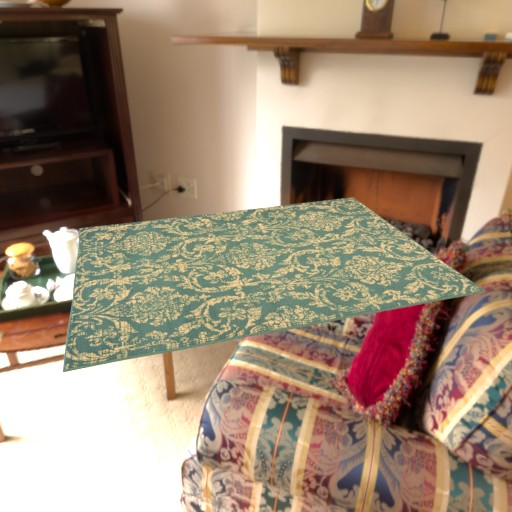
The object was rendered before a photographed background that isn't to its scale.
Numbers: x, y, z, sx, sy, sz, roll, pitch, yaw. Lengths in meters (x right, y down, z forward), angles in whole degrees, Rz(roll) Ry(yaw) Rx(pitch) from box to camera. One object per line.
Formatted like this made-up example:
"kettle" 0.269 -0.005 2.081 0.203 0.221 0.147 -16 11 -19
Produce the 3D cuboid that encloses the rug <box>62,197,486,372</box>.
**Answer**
"rug" 0.000 0.000 2.839 2.205 0.012 1.554 -8 29 -15
